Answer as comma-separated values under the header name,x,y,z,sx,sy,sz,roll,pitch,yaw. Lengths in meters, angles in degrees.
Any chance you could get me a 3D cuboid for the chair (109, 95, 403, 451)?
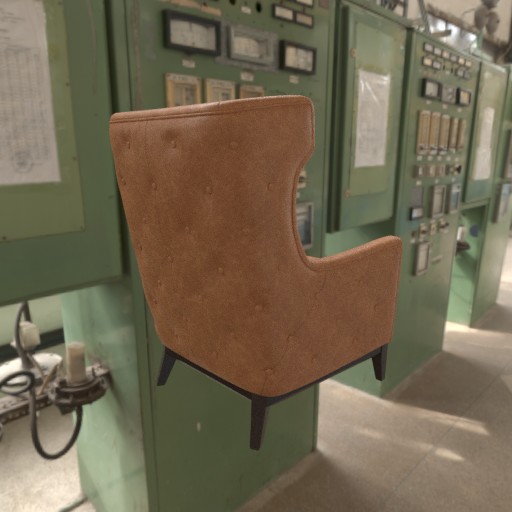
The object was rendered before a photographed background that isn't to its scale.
name,x,y,z,sx,sy,sz,roll,pitch,yaw
chair,0.000,0.000,1.681,0.899,1.079,0.766,-13,19,-43
